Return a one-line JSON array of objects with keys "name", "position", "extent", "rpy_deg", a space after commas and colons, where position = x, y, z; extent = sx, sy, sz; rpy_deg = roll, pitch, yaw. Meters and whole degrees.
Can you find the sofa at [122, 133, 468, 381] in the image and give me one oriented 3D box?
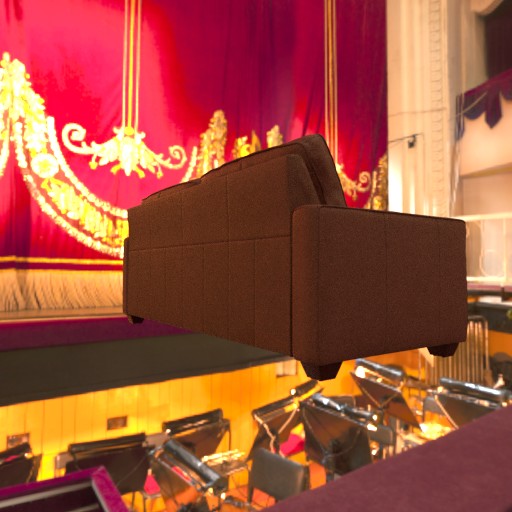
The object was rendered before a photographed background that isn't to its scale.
[{"name": "sofa", "position": [0.000, 0.000, 2.565], "extent": [0.940, 0.919, 2.080], "rpy_deg": [1, -2, -34]}]
